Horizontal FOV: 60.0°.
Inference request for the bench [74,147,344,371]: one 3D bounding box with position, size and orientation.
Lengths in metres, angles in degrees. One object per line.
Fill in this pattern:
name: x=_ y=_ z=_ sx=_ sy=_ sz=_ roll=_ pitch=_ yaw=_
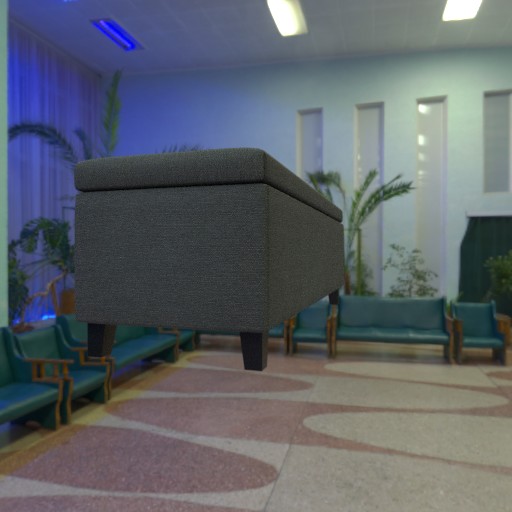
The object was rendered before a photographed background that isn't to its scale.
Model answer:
bench: x=0.000 y=0.000 z=1.484 sx=0.446 sy=0.438 sz=1.269 roll=0 pitch=0 yaw=18
